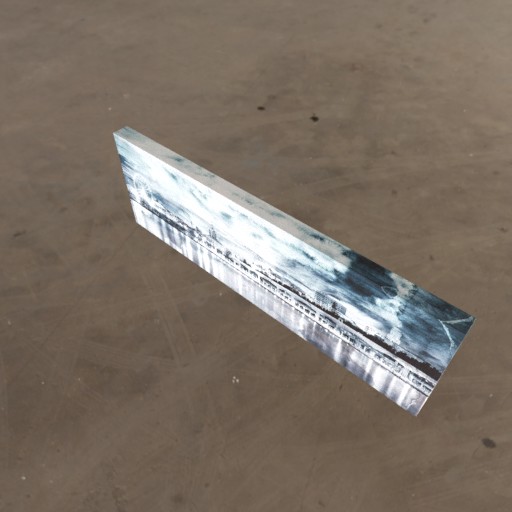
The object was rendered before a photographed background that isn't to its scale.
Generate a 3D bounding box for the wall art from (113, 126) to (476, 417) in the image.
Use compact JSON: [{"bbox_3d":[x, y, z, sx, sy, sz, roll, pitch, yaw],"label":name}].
[{"bbox_3d":[0.000,0.000,0.852,0.759,0.251,0.037,32,54,27],"label":"wall art"}]
